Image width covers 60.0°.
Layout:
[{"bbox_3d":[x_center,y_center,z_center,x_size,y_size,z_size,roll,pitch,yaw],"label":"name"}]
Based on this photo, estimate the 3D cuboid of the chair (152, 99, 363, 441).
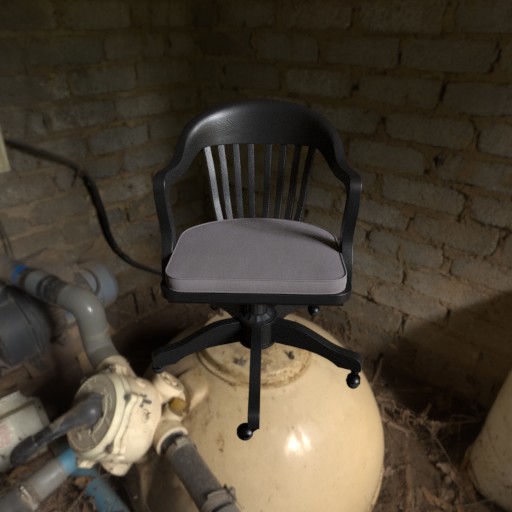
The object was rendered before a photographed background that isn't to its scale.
[{"bbox_3d":[0.000,0.000,1.481,0.750,0.878,0.788,1,29,2],"label":"chair"}]
